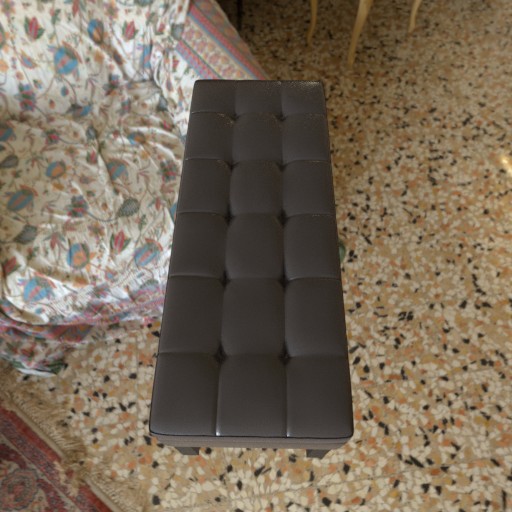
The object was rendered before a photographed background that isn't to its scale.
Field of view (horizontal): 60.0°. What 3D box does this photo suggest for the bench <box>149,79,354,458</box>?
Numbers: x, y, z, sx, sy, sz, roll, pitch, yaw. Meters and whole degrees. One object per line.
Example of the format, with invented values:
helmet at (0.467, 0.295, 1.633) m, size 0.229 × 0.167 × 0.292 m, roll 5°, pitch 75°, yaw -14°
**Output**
bench at (0.000, 0.000, 1.357) m, size 0.432 × 0.460 × 1.105 m, roll 1°, pitch 60°, yaw 1°
